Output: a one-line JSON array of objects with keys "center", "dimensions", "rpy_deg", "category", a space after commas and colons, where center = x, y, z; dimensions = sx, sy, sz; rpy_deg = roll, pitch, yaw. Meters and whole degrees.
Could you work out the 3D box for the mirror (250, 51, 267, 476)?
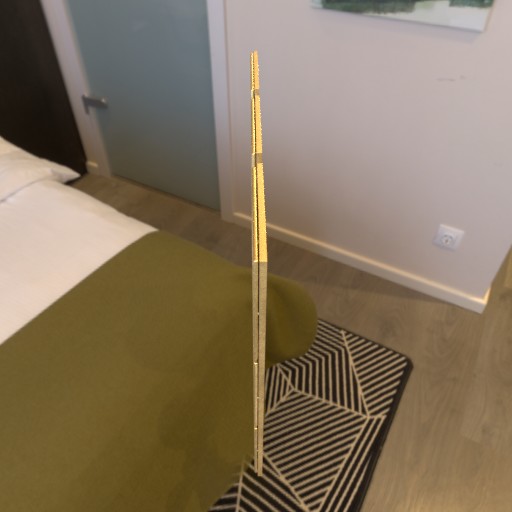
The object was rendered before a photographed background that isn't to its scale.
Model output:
[{"center": [0.000, 0.000, 1.427], "dimensions": [0.023, 0.926, 1.011], "rpy_deg": [-1, 43, -1], "category": "mirror"}]
